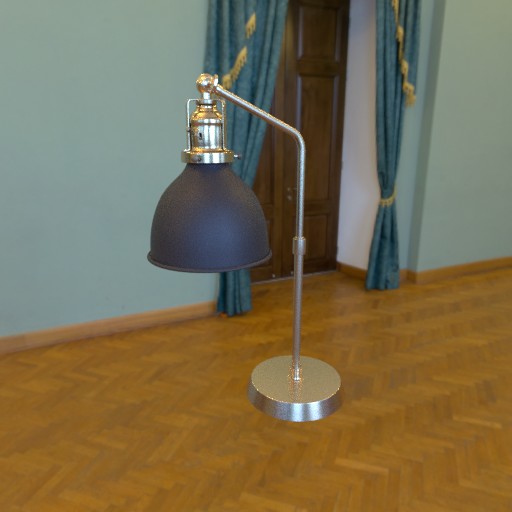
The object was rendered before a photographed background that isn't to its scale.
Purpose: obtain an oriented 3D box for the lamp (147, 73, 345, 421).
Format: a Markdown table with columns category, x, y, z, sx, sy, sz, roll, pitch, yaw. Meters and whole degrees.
| category | x | y | z | sx | sy | sz | roll | pitch | yaw |
| --- | --- | --- | --- | --- | --- | --- | --- | --- | --- |
| lamp | 0.000 | 0.000 | 0.604 | 0.291 | 0.456 | 0.160 | -8 | 18 | -25 |
